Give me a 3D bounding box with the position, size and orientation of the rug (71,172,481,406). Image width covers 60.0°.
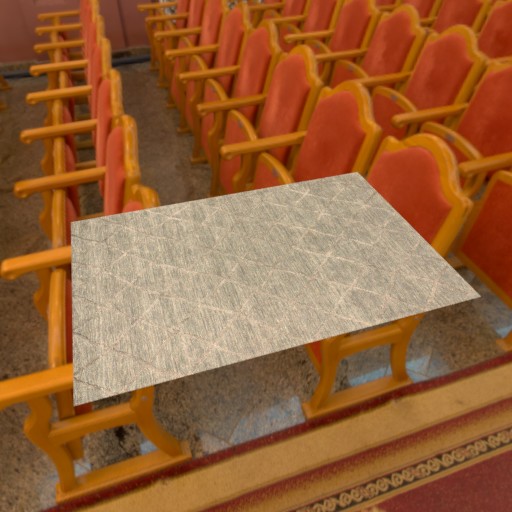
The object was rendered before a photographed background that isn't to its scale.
[{"bbox_3d":[0.000,0.000,2.885,2.283,0.006,1.521,-12,42,-14],"label":"rug"}]
